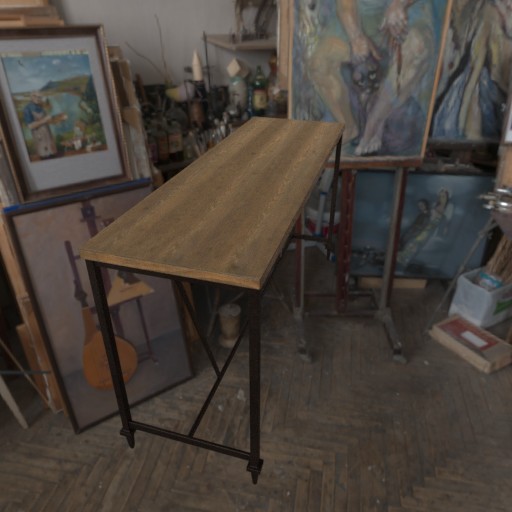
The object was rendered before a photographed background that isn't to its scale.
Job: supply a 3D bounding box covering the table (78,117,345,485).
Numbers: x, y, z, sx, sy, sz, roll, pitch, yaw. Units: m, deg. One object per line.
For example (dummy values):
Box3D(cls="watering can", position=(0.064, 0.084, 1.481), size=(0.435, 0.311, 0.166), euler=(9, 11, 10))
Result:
Box3D(cls="table", position=(0.000, 0.000, 2.125), size=(0.551, 0.902, 1.700), euler=(9, 31, 15))
